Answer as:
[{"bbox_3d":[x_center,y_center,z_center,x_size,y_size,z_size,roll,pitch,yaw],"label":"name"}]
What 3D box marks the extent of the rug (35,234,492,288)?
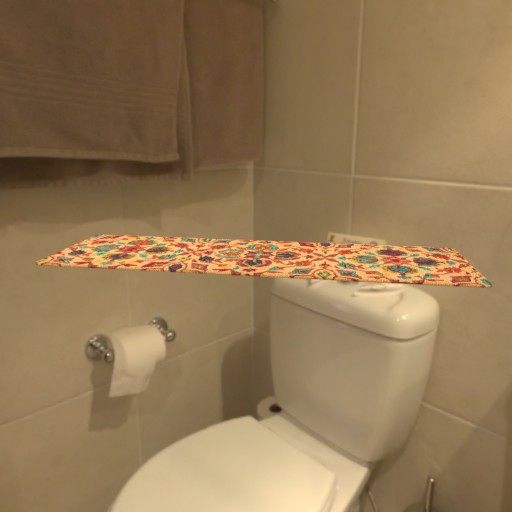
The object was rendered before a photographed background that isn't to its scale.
[{"bbox_3d":[0.000,0.000,2.485,2.273,0.016,0.693,2,16,9],"label":"rug"}]
